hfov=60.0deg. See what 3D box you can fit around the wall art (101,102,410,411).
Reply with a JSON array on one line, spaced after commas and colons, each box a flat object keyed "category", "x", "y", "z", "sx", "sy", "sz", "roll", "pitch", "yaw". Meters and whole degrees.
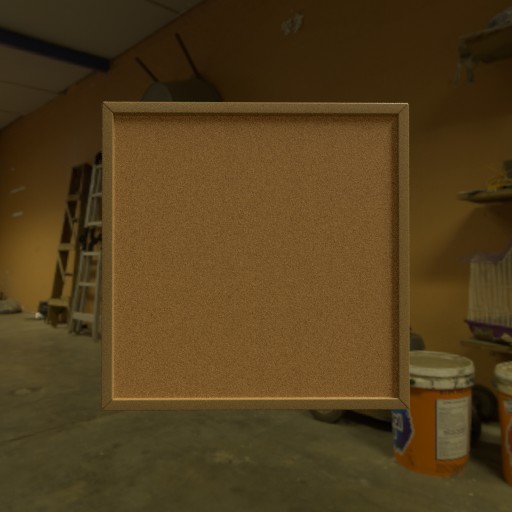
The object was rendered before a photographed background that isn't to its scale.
[{"category": "wall art", "x": 0.000, "y": 0.000, "z": 0.751, "sx": 0.509, "sy": 0.509, "sz": 0.036, "roll": 0, "pitch": 0, "yaw": -1}]
